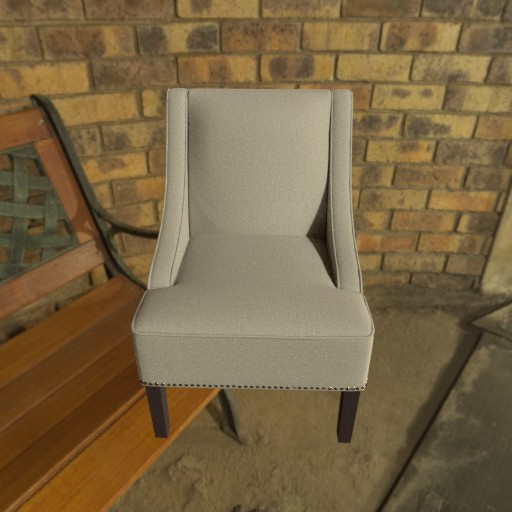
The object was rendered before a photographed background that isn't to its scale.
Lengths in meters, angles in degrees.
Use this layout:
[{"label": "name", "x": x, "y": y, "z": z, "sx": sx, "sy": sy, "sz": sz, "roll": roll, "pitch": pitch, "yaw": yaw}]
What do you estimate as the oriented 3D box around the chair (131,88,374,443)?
[{"label": "chair", "x": 0.000, "y": 0.000, "z": 1.365, "sx": 0.610, "sy": 0.864, "sz": 0.737, "roll": 1, "pitch": 30, "yaw": 2}]
